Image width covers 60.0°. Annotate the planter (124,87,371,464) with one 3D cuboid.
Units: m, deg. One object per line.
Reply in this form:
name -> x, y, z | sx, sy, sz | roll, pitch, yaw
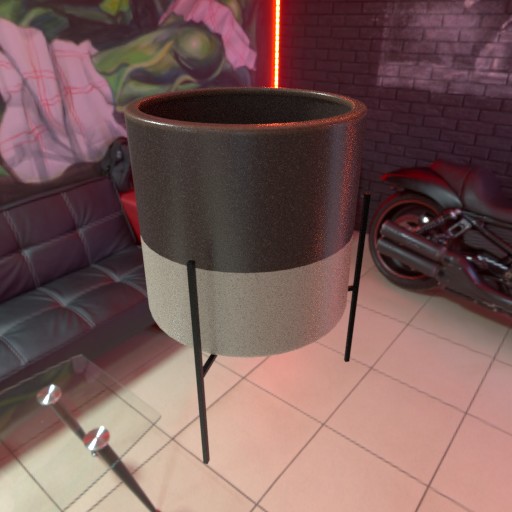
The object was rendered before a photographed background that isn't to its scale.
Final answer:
planter -> 0.000, 0.000, 0.526 | 0.260, 0.353, 0.250 | -9, 29, -16
